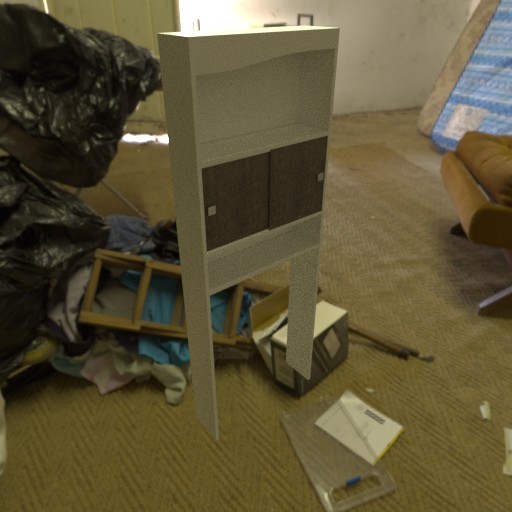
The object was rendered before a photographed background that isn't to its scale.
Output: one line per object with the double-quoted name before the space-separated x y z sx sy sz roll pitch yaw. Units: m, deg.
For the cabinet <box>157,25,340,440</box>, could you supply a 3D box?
"cabinet" 0.000 0.000 1.948 0.643 1.770 0.192 -22 37 -33
